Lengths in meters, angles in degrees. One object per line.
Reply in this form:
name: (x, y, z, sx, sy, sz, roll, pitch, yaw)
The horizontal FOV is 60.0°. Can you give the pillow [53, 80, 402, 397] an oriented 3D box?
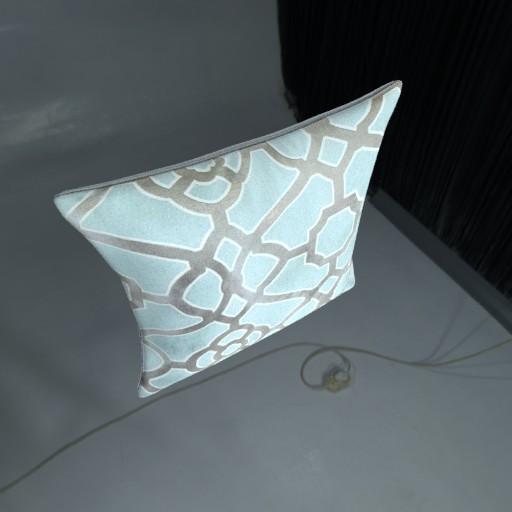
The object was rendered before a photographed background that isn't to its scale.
pillow: (0.000, 0.000, 0.795, 0.552, 0.508, 0.166, -24, 52, -21)
